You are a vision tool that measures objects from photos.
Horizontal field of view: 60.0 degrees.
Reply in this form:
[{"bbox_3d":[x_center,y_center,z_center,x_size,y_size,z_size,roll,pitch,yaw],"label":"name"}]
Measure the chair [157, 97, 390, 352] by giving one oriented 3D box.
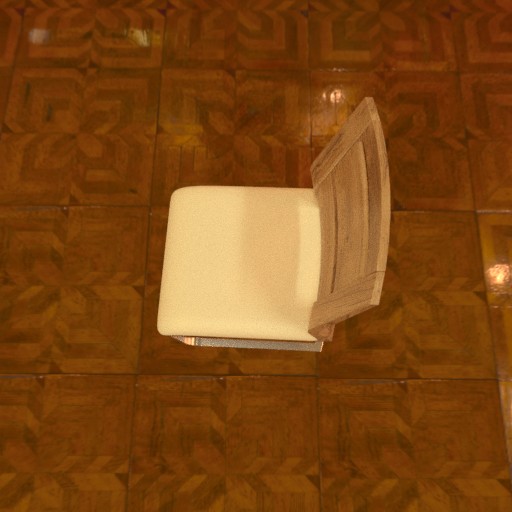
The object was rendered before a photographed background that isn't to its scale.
[{"bbox_3d":[0.000,0.000,1.266,0.561,0.955,0.457,3,74,1],"label":"chair"}]
